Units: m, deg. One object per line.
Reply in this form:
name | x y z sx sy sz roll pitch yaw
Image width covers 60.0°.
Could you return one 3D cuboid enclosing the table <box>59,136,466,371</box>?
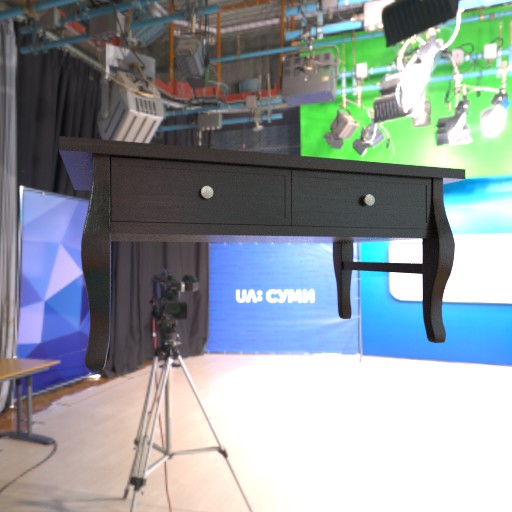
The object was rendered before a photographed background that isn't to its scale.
table | 0.000 0.000 1.361 1.062 0.494 0.600 0 0 -19
